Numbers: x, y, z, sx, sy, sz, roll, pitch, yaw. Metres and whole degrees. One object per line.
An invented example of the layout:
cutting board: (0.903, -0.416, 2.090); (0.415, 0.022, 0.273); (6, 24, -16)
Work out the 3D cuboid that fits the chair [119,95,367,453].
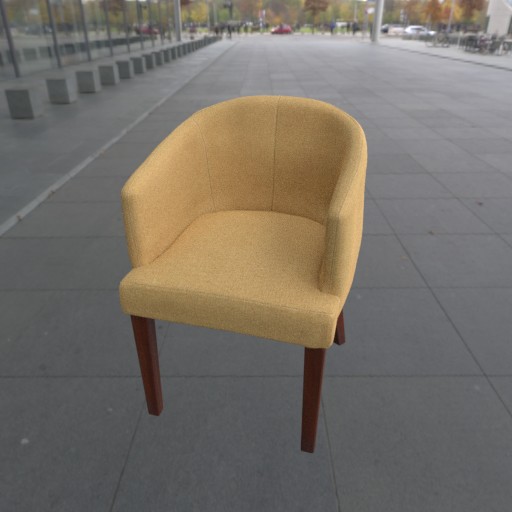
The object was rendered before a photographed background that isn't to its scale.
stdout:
chair: (0.000, 0.000, 1.295); (0.583, 0.811, 0.655); (7, 28, 14)
